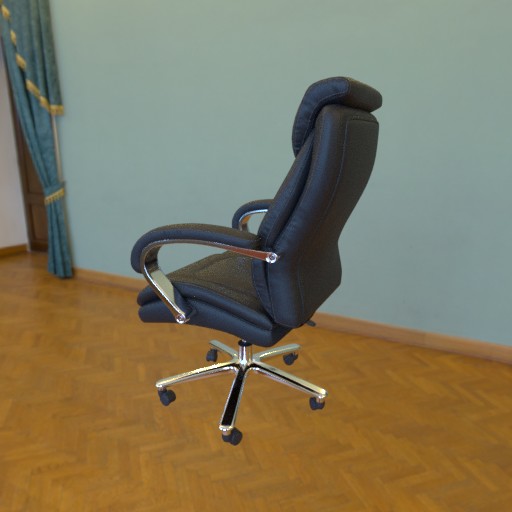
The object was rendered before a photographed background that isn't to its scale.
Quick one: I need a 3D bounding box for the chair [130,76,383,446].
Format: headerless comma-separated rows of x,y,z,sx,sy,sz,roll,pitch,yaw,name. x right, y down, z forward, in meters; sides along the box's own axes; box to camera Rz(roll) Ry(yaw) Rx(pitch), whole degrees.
0.000,0.000,1.666,0.790,1.183,0.755,7,16,25,chair
